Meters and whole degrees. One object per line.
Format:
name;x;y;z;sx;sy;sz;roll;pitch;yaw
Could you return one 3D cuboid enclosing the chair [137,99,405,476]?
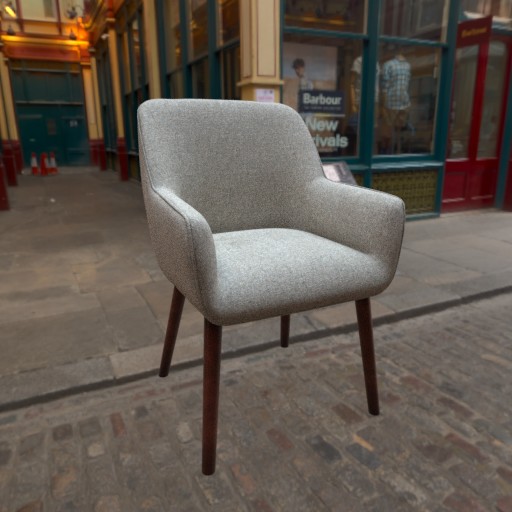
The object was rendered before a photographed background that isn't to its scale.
chair;0.000;0.000;1.164;0.543;0.803;0.519;-8;17;-26
